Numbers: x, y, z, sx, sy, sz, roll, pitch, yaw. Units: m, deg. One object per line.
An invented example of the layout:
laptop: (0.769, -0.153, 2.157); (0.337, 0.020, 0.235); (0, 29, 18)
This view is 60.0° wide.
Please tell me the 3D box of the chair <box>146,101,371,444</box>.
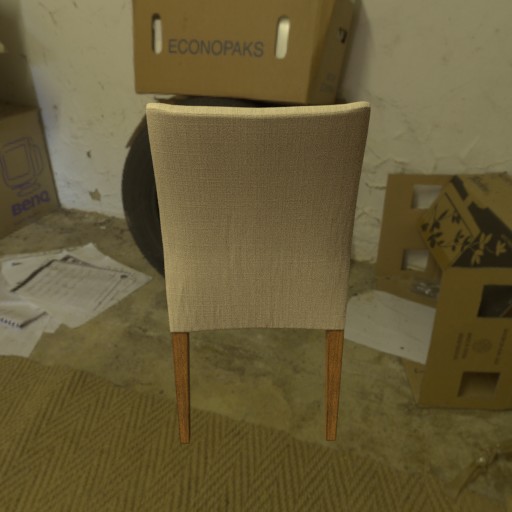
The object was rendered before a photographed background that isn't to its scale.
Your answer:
chair: (0.000, 0.000, 1.270); (0.496, 0.940, 0.585); (-1, 30, -1)
